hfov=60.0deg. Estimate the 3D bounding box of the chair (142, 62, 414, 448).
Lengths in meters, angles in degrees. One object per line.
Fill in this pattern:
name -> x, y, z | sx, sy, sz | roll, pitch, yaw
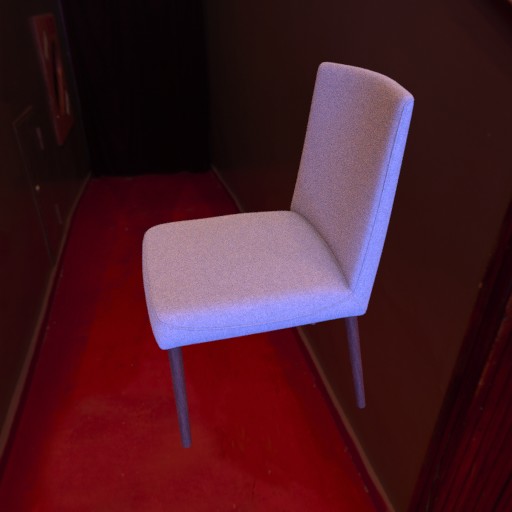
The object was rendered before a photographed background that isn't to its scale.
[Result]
chair -> 0.000, 0.000, 1.135 | 0.570, 0.859, 0.456 | -8, 32, -13
